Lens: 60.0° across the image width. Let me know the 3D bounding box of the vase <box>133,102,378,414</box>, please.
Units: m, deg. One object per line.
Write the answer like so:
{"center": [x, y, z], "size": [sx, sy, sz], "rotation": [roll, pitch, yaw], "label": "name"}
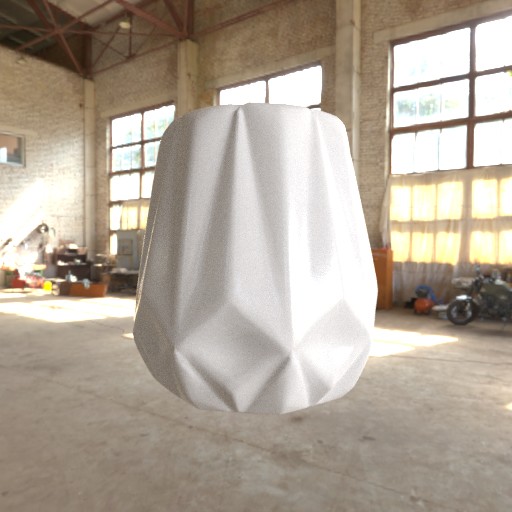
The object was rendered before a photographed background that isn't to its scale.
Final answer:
{"center": [0.000, 0.000, 0.264], "size": [0.141, 0.152, 0.141], "rotation": [0, 1, 0], "label": "vase"}
